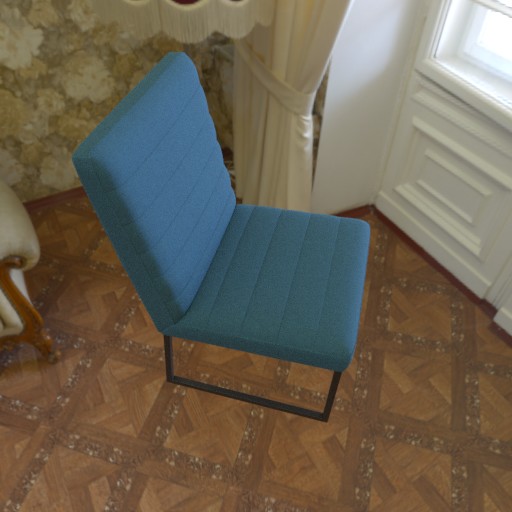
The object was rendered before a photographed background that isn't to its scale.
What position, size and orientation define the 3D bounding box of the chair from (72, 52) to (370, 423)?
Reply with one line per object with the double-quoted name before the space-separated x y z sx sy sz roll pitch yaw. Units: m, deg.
"chair" 0.000 0.000 1.290 0.634 0.930 0.520 11 48 10
